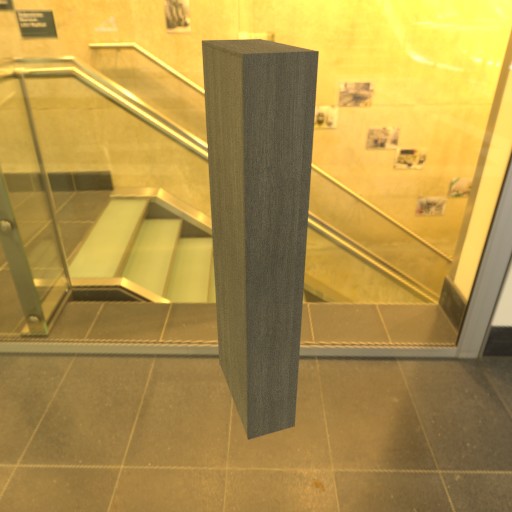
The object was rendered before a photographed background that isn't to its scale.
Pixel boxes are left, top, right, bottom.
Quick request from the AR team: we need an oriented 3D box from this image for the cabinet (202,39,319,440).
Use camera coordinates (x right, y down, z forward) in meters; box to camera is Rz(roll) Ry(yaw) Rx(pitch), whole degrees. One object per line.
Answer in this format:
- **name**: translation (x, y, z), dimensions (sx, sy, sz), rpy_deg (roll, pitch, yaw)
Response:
- **cabinet**: translation (0.000, 0.000, 1.891), dimensions (0.255, 1.630, 0.520), rpy_deg (-10, 31, -16)
